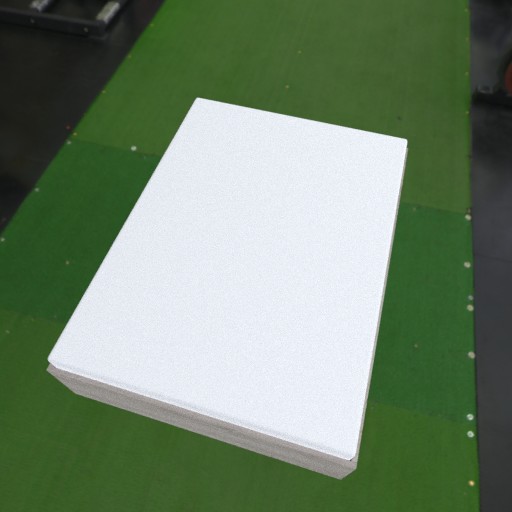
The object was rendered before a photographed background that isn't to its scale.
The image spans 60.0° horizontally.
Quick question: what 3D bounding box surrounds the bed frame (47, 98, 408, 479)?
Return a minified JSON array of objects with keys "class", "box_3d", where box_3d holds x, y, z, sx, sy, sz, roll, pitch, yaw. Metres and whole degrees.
[{"class":"bed frame","box_3d":[0.000,0.000,2.571,1.448,0.490,1.944,14,59,9]}]
